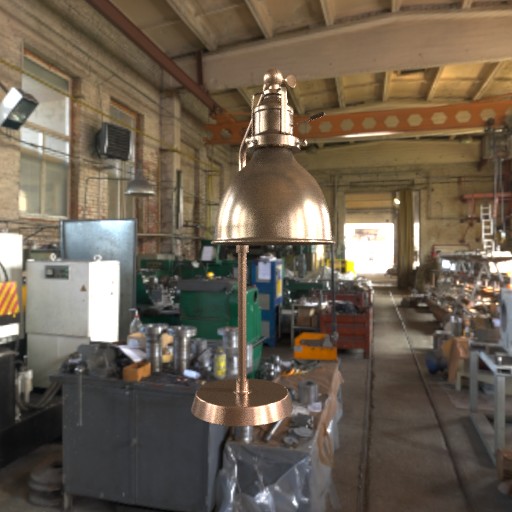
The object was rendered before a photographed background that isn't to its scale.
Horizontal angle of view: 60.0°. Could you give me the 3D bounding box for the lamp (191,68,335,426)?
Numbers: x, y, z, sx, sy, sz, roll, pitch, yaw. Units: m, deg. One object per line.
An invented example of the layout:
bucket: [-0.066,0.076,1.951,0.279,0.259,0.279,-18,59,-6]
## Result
lamp: [0.000,0.000,0.605,0.153,0.456,0.286,0,0,-18]
